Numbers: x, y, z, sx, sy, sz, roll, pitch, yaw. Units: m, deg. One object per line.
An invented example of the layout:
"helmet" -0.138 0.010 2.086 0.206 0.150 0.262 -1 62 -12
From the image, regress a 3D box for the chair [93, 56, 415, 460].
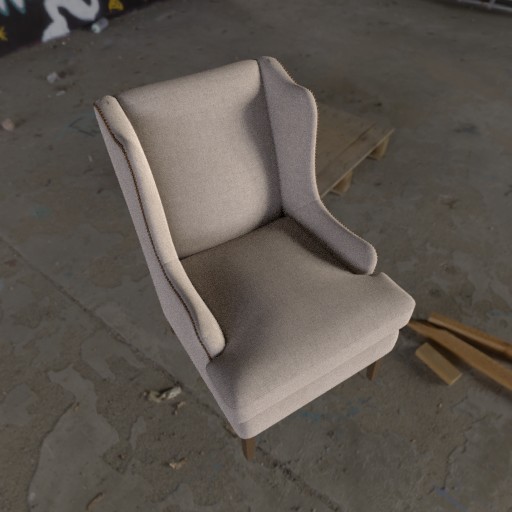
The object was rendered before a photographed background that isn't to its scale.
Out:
"chair" 0.000 0.000 1.615 0.737 1.029 0.940 -24 51 -22
